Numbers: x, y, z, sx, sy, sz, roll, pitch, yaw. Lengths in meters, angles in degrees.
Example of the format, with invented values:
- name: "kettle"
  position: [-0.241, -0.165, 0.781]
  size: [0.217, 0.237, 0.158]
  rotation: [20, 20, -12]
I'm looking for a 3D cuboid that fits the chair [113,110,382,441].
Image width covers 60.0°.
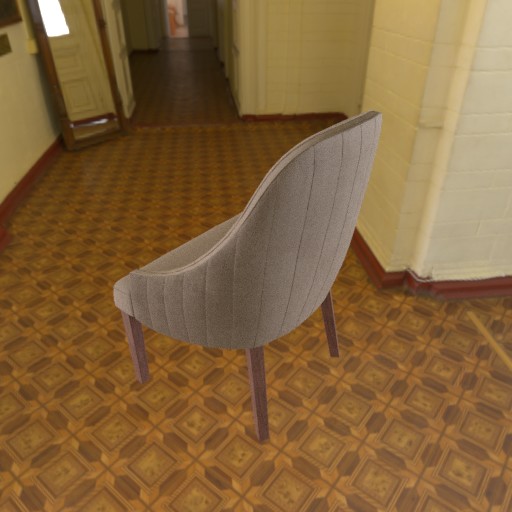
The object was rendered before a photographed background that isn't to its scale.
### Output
- name: "chair"
  position: [0.000, 0.000, 1.304]
  size: [0.575, 0.889, 0.643]
  rotation: [23, 39, 32]
